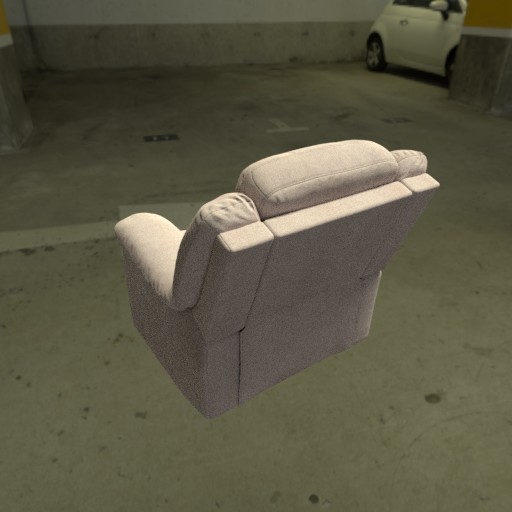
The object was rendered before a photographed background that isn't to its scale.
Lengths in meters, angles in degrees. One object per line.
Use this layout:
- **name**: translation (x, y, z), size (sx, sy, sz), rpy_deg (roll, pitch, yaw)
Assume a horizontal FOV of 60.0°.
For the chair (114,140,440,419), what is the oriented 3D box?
- **chair**: translation (0.000, 0.000, 1.736), size (0.899, 1.008, 0.944), rpy_deg (-19, 34, -30)
